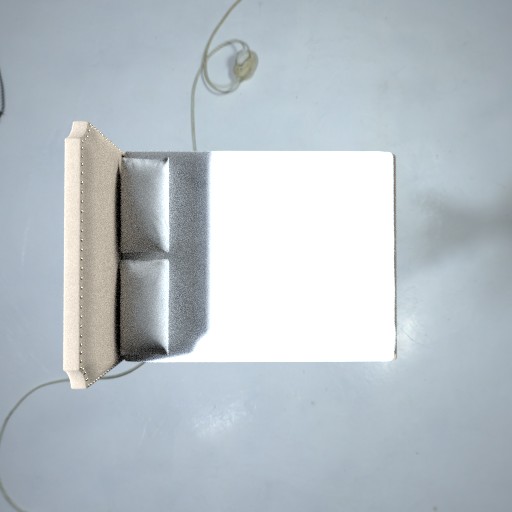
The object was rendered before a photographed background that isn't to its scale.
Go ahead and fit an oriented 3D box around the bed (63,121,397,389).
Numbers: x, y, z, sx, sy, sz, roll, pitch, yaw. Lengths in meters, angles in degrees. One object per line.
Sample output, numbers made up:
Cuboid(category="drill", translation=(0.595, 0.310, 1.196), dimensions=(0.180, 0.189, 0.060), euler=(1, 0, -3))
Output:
Cuboid(category="bed", translation=(0.000, 0.000, 3.379), dimensions=(2.329, 1.415, 1.703), euler=(0, 89, -1))
